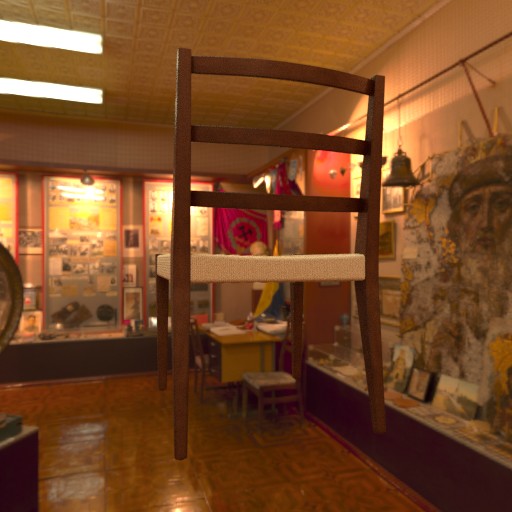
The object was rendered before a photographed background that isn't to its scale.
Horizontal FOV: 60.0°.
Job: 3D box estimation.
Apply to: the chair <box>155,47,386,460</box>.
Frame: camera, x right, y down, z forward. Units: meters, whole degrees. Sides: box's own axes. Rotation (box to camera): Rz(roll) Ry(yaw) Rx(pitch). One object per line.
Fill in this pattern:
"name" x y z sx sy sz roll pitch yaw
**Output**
"chair" 0.000 0.000 1.165 0.480 0.813 0.551 0 -1 -17
